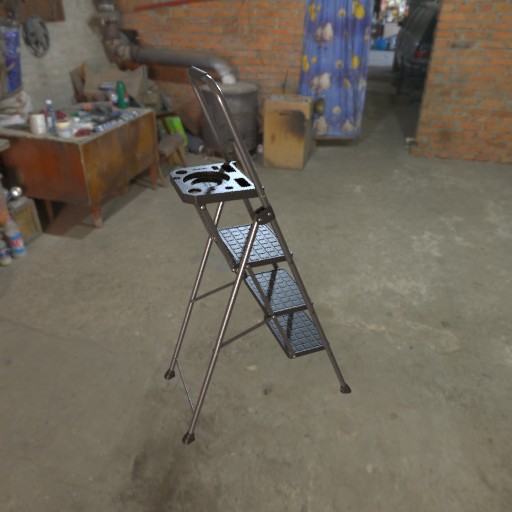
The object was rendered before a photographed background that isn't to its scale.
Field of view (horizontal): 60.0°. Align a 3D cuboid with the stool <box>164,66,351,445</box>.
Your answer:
[{"bbox_3d":[0.000,0.000,1.616,0.733,1.277,0.396,-11,31,-18],"label":"stool"}]
